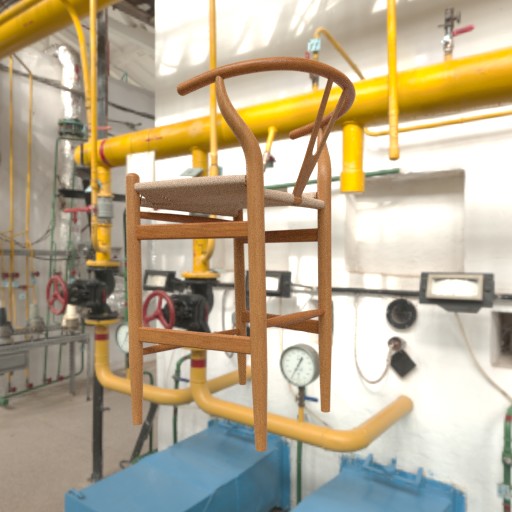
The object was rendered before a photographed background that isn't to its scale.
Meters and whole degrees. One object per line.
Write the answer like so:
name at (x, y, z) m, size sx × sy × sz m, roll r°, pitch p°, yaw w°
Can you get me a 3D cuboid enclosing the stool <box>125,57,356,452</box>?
stool at (0.000, 0.000, 1.335) m, size 0.579 × 0.970 × 0.569 m, roll 0°, pitch 0°, yaw 37°
